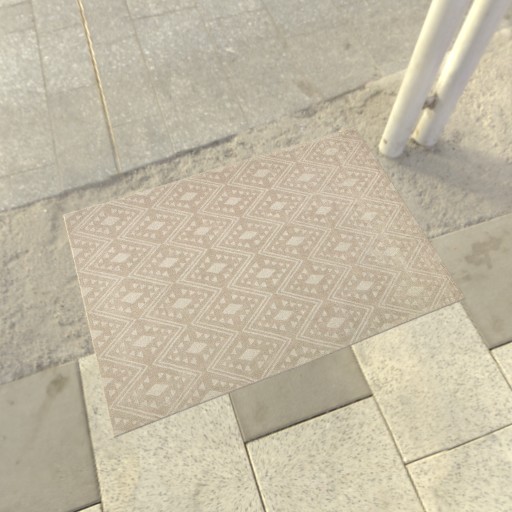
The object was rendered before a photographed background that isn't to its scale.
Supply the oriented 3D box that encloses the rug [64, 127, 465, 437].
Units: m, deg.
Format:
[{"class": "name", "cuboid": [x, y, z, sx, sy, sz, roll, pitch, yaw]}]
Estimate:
[{"class": "rug", "cuboid": [0.000, 0.000, 2.376, 1.829, 0.034, 1.252, -19, 65, -9]}]
